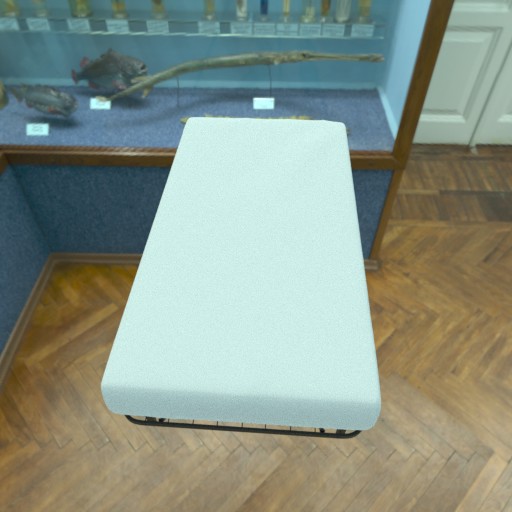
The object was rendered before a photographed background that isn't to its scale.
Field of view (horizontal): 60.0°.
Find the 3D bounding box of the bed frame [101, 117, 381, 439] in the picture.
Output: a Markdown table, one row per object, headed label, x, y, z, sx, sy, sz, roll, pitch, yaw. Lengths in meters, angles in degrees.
| label | x | y | z | sx | sy | sz | roll | pitch | yaw |
| --- | --- | --- | --- | --- | --- | --- | --- | --- | --- |
| bed frame | 0.000 | 0.000 | 2.389 | 1.025 | 0.640 | 1.908 | 3 | 47 | 3 |
